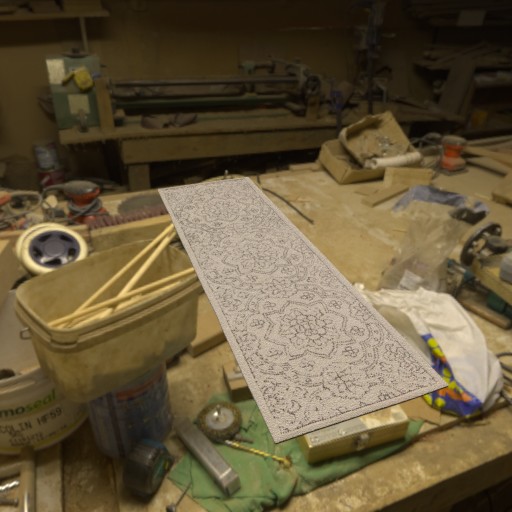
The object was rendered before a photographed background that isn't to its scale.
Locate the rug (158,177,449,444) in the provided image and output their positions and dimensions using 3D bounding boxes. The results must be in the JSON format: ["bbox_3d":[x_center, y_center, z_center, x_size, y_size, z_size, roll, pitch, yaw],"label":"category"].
[{"bbox_3d":[0.000,0.000,2.662,0.769,0.012,2.448,-11,33,-17],"label":"rug"}]
